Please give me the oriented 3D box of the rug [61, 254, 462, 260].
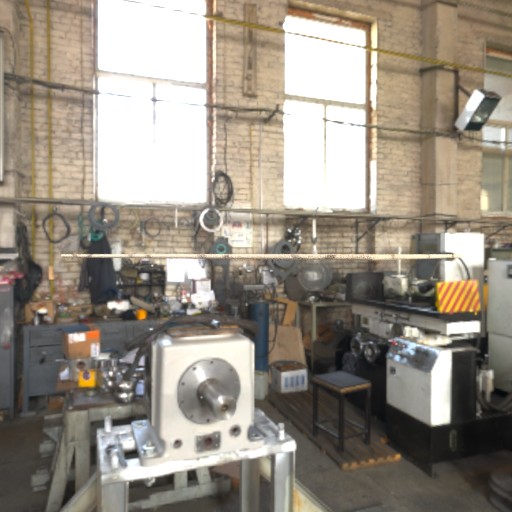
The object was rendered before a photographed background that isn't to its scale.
[{"bbox_3d":[0.000,0.000,3.565,2.701,0.026,1.801,0,0,37],"label":"rug"}]
